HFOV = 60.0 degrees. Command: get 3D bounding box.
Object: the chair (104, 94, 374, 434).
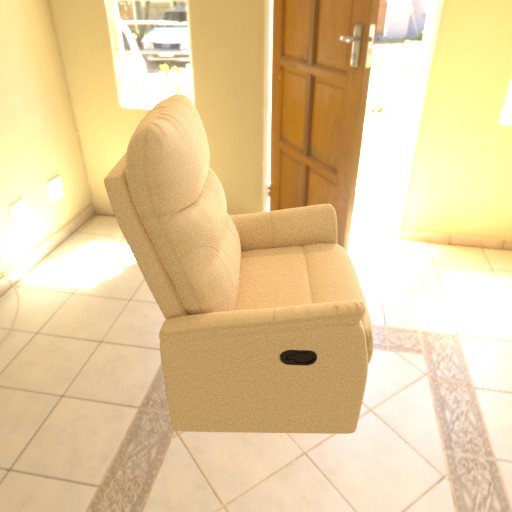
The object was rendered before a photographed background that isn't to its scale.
[{"bbox_3d":[0.000,0.000,1.636,0.831,1.082,0.775,0,31,1],"label":"chair"}]
